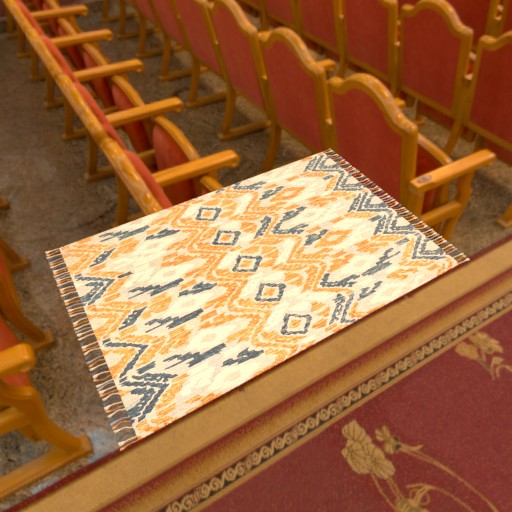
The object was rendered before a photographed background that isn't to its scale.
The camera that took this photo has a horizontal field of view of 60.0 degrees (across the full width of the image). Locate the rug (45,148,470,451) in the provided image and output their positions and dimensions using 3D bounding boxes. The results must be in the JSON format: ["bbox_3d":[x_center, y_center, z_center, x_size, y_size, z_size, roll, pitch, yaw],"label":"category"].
[{"bbox_3d":[0.000,0.000,2.984,2.428,0.010,1.533,-24,51,-21],"label":"rug"}]
